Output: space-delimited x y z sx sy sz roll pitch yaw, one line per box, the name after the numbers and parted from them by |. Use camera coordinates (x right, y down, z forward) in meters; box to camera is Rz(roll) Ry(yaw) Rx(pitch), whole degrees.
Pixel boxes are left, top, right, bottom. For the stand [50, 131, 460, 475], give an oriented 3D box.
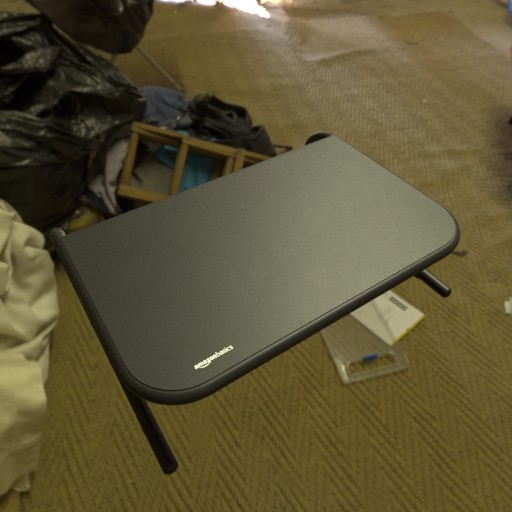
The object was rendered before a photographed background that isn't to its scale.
0.000 0.000 0.497 0.370 0.108 0.280 -25 51 -23 | stand
